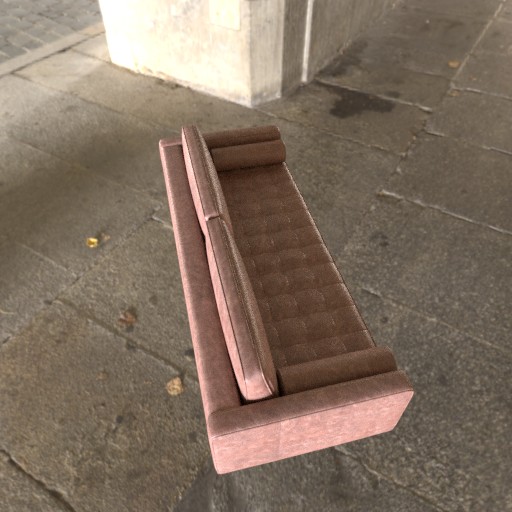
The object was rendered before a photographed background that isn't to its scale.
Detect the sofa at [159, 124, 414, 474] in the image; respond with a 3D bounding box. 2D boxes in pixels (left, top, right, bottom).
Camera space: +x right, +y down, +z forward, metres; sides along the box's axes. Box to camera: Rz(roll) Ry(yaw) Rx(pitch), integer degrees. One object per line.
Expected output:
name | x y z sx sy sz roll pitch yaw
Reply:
sofa | 0.000 0.000 2.669 0.914 0.762 2.210 -10 48 -9
